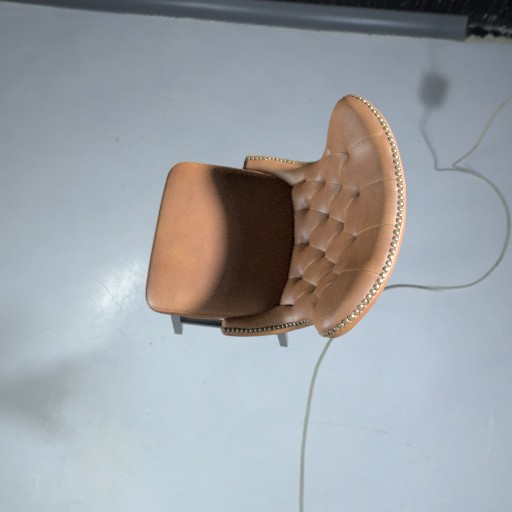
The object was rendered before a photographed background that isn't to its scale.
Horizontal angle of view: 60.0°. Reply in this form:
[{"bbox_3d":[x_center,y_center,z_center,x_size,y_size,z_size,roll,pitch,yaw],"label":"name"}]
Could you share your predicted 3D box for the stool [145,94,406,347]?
[{"bbox_3d":[0.000,0.000,1.322,0.593,0.971,0.528,6,74,2],"label":"stool"}]
